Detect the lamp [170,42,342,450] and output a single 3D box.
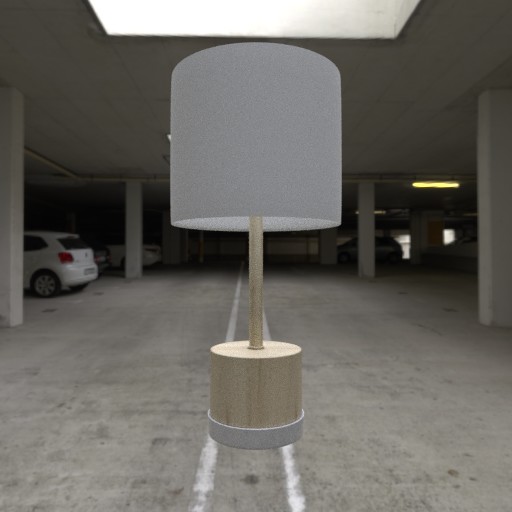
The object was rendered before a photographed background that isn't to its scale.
[{"bbox_3d":[0.000,0.000,0.601,0.229,0.470,0.229,0,-1,-1],"label":"lamp"}]
